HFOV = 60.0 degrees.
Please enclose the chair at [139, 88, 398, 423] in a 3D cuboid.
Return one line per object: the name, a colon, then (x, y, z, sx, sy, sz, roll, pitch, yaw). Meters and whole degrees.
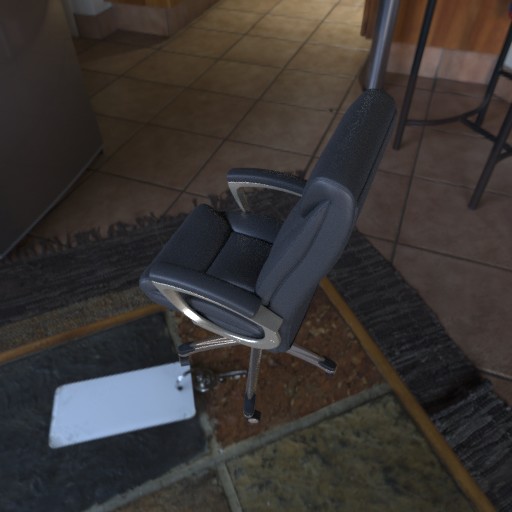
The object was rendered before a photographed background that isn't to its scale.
chair: (0.000, 0.000, 1.599, 0.748, 1.188, 0.694, 17, 49, 16)
